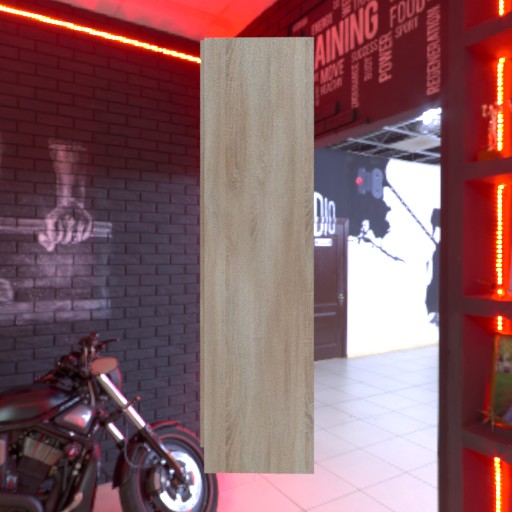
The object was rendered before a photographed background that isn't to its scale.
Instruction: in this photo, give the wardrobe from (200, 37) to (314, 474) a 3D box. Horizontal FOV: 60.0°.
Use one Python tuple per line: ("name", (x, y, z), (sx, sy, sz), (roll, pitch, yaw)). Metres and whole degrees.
("wardrobe", (0.000, 0.000, 3.191), (0.598, 2.159, 1.998), (0, 0, 1))
